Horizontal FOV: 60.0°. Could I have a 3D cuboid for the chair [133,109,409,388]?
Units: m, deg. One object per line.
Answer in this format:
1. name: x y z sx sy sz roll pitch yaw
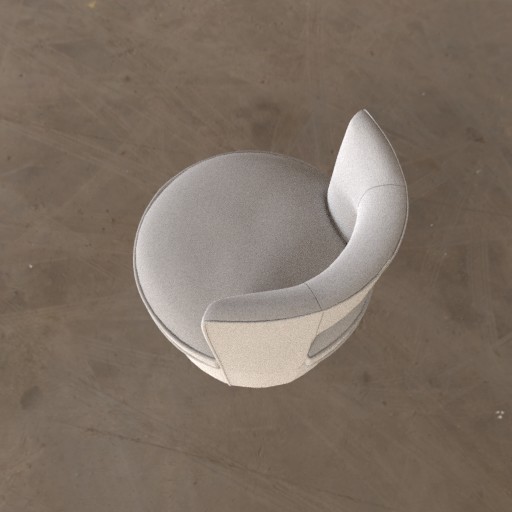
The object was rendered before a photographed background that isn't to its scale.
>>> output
1. chair: 0.000 0.000 1.239 0.665 0.723 0.650 31 68 14
